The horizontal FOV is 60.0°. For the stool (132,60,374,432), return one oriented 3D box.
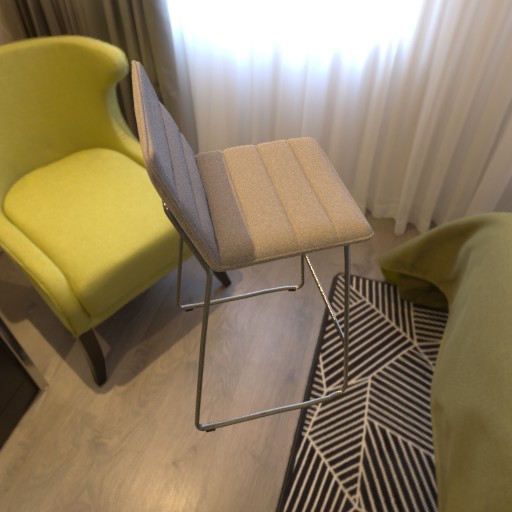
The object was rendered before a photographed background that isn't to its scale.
[{"bbox_3d":[0.000,0.000,1.200,0.490,0.960,0.490,-10,48,-9],"label":"stool"}]
